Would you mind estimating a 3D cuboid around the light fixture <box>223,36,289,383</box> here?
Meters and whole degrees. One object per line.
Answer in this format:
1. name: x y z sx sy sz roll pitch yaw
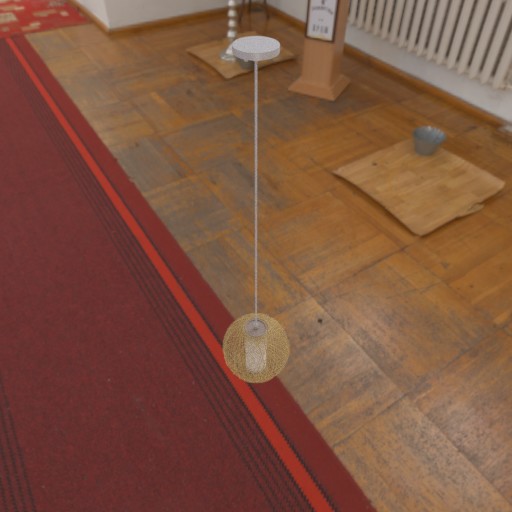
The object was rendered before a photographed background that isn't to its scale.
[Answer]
1. light fixture: 0.000 0.000 2.148 0.406 1.955 0.407 9 45 9
